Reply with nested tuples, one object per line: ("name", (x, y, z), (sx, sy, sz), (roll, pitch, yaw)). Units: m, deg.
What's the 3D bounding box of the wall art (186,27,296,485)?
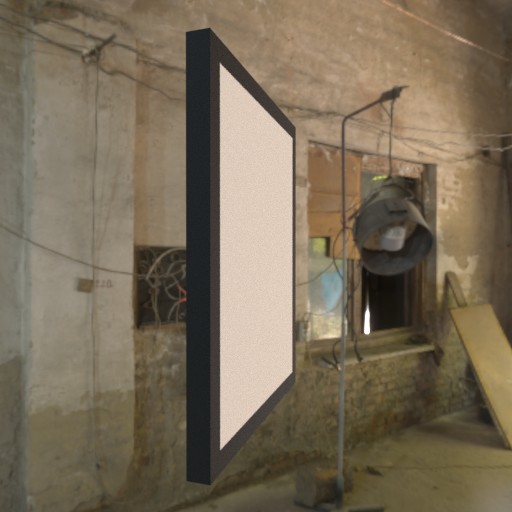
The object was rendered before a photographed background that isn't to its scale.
("wall art", (0.000, 0.000, 0.551), (0.024, 0.404, 0.329), (0, 1, 18))
